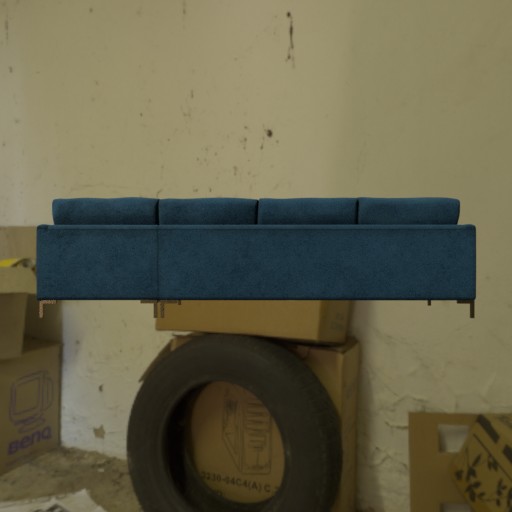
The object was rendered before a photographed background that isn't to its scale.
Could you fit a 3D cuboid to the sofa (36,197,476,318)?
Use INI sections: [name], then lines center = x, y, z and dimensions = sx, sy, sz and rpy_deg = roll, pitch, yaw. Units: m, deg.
[sofa]
center = 0.000, 0.000, 3.551
dimensions = 2.932, 0.810, 1.350
rpy_deg = 0, 0, 0
